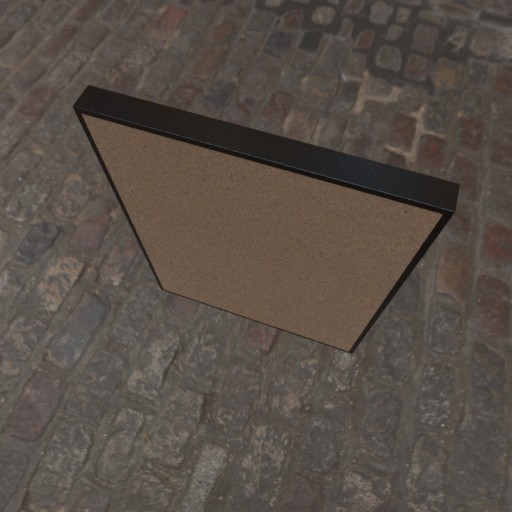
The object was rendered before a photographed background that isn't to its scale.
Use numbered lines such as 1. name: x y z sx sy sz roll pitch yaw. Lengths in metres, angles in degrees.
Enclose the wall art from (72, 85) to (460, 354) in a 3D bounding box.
1. wall art: 0.000 0.000 0.742 0.448 0.551 0.038 17 64 9
